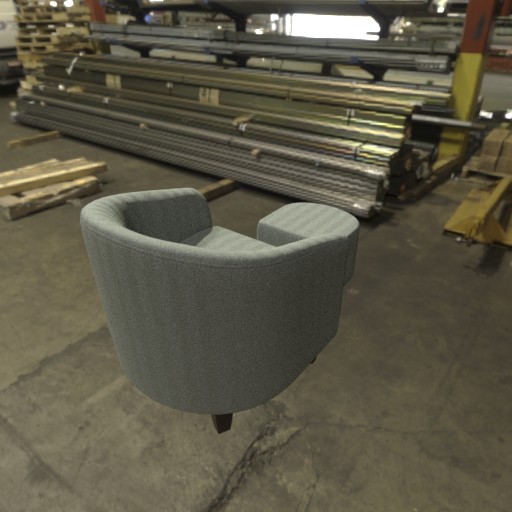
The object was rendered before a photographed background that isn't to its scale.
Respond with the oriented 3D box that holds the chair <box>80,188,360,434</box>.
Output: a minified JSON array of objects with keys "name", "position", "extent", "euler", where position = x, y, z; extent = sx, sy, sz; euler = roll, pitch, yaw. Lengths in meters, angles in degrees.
[{"name":"chair","position":[0.000,0.000,1.768],"extent":[0.756,0.757,1.288],"euler":[21,37,31]}]
